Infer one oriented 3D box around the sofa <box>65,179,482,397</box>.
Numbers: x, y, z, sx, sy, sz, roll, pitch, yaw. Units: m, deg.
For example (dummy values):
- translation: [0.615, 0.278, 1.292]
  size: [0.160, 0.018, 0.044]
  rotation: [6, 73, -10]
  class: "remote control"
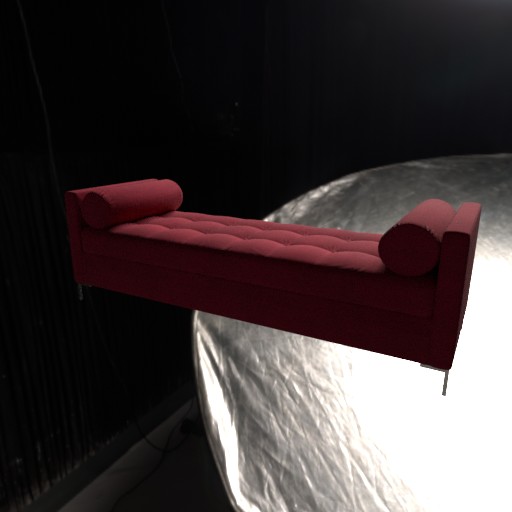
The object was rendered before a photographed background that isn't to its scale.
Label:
- translation: [0.000, 0.000, 2.276]
  size: [1.981, 0.635, 0.686]
  rotation: [9, 19, 28]
  class: "sofa"
